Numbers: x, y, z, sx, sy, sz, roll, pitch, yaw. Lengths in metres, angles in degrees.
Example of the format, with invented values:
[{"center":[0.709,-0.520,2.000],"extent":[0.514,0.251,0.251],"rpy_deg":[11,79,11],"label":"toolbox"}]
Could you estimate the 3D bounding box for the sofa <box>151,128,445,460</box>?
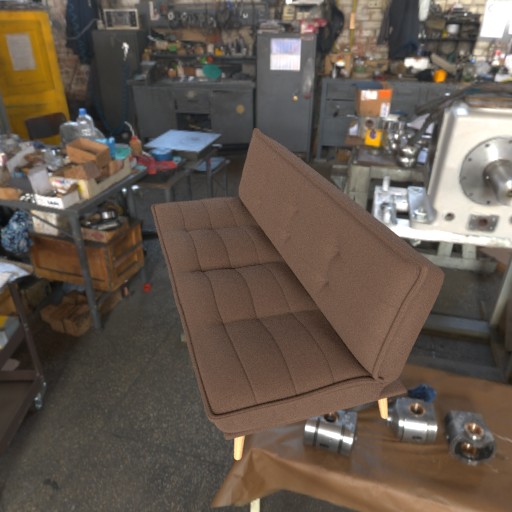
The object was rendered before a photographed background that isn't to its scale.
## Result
[{"center":[0.000,0.000,2.416],"extent":[0.950,0.890,1.940],"rpy_deg":[-9,31,-15],"label":"sofa"}]
